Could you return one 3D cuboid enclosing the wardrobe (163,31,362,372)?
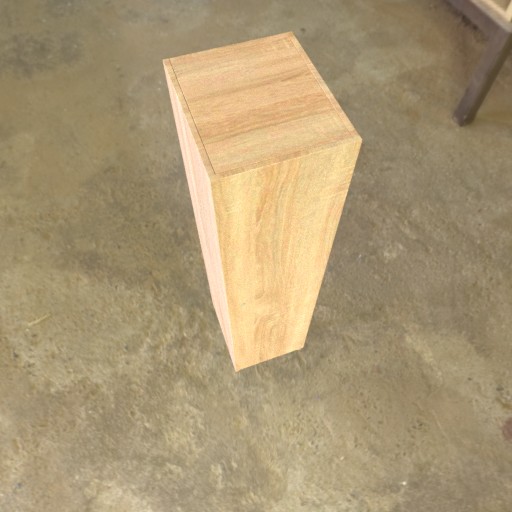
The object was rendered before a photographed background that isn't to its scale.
[{"bbox_3d":[0.000,0.000,2.393,0.496,2.117,0.588,-17,61,-10],"label":"wardrobe"}]
